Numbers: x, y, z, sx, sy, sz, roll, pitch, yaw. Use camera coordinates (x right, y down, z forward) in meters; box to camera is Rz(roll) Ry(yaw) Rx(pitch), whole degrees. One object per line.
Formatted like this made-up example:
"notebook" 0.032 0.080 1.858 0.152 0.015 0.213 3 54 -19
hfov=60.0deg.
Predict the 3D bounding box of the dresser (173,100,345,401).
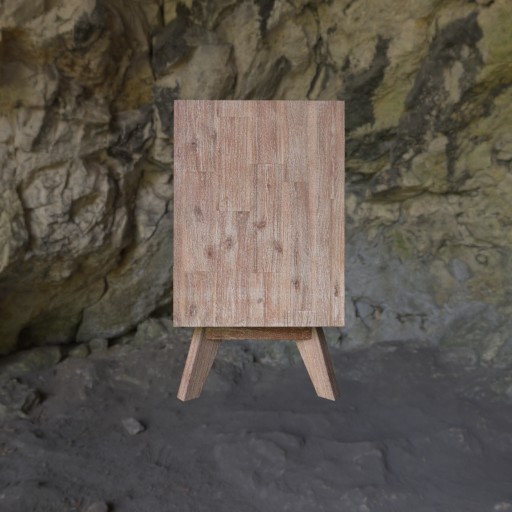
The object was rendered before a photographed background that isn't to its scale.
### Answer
"dresser" 0.000 0.000 1.949 0.455 0.805 1.554 0 -1 -1
